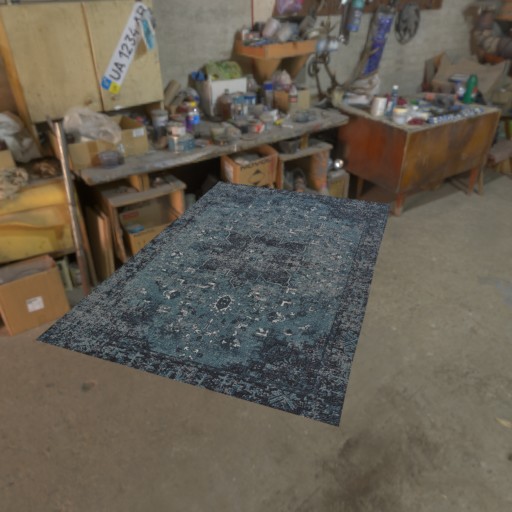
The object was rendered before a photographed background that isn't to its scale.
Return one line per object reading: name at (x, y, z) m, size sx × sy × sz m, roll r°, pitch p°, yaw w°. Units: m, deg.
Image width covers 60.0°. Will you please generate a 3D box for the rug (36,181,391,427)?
rug at (0.000, 0.000, 2.335) m, size 1.219 × 0.005 × 1.828 m, roll 10°, pitch 32°, yaw 17°
